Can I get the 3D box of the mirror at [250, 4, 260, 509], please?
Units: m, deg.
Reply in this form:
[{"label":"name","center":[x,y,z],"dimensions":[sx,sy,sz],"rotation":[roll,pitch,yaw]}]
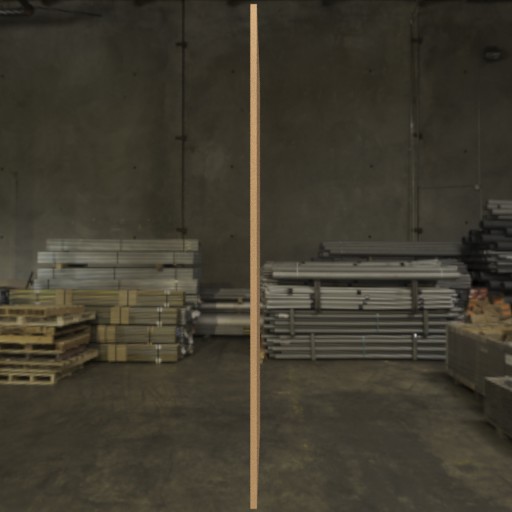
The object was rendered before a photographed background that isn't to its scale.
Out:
[{"label":"mirror","center":[0.000,0.000,2.191],"dimensions":[0.026,2.031,0.812],"rotation":[0,-1,1]}]
